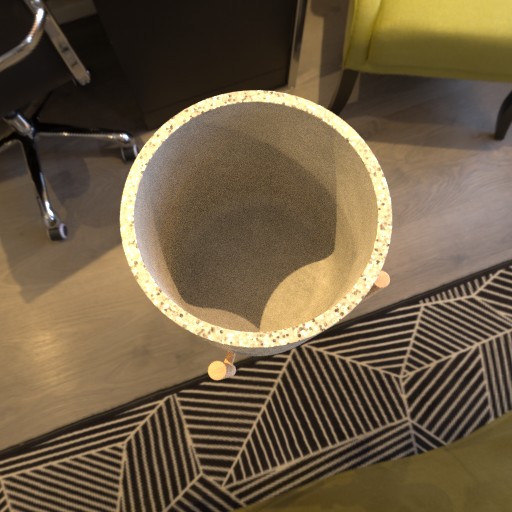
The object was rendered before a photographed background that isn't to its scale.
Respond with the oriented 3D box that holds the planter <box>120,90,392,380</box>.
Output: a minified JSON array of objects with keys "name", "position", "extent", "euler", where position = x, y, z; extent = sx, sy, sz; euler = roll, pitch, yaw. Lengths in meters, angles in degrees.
[{"name":"planter","position":[0.000,0.000,0.696],"extent":[0.360,0.419,0.360],"euler":[38,79,9]}]
